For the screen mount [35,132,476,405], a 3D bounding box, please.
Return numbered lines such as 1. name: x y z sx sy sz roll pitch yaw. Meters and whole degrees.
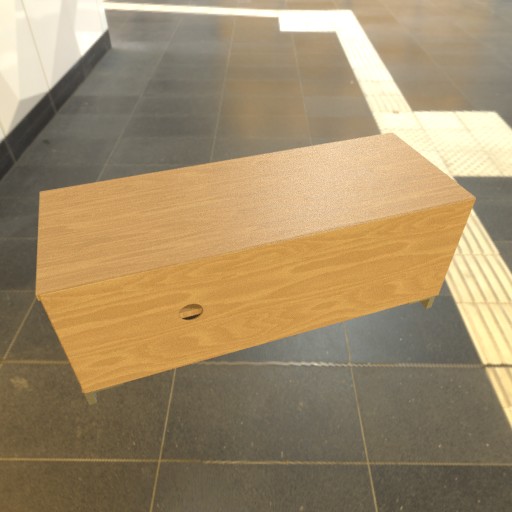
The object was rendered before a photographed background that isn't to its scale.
1. screen mount: 0.000 0.000 1.315 1.084 0.432 0.406 -13 43 -14
